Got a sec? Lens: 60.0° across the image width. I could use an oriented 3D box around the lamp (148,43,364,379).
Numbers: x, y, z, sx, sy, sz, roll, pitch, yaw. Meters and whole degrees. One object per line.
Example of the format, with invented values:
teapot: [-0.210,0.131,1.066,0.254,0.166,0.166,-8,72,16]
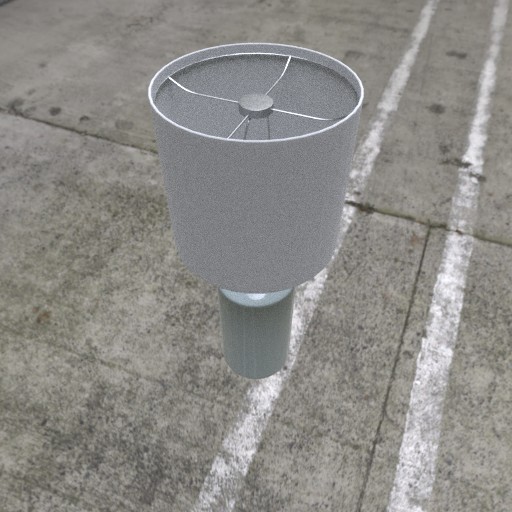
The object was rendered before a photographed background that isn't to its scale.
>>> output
lamp: [0.000,0.000,0.618,0.212,0.493,0.212,17,48,16]
